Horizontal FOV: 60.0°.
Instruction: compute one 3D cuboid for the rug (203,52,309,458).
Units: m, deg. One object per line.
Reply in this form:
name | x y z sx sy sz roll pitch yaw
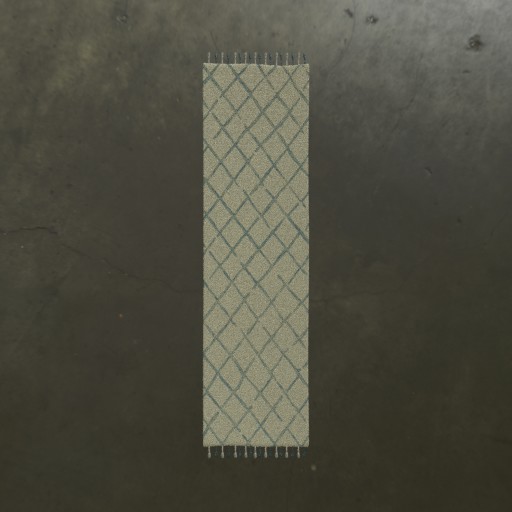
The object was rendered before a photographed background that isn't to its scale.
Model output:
rug | 0.000 0.000 2.592 0.620 0.008 2.372 0 90 0
